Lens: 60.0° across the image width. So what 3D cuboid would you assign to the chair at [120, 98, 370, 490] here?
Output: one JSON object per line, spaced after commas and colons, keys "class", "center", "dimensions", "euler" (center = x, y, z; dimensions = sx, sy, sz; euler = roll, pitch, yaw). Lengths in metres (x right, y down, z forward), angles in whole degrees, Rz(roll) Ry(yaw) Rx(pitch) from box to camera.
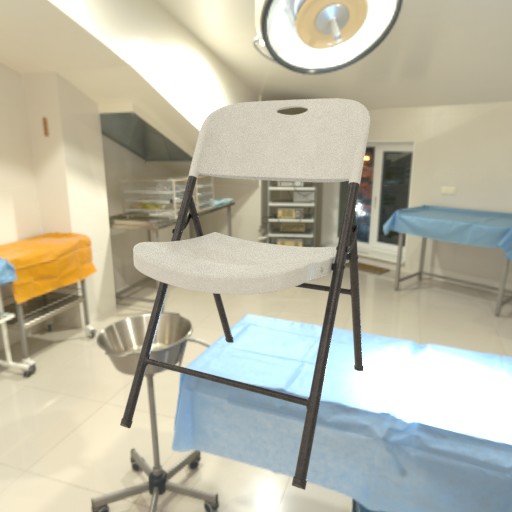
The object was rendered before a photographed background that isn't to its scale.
{"class": "chair", "center": [0.000, 0.000, 1.153], "dimensions": [0.494, 0.810, 0.566], "euler": [7, 16, 25]}
